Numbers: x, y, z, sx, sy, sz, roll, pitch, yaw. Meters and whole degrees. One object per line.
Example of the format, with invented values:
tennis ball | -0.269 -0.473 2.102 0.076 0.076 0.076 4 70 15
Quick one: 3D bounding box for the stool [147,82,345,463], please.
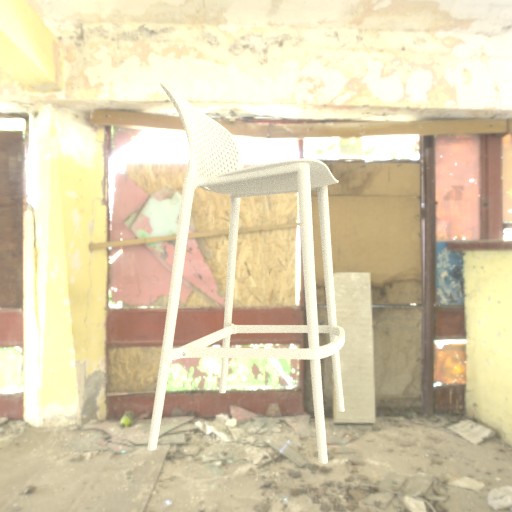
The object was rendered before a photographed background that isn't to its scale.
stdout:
stool | 0.000 0.000 1.376 0.535 1.045 0.536 0 0 17
